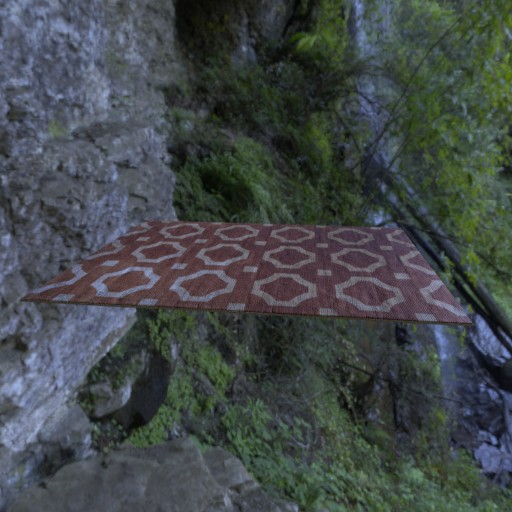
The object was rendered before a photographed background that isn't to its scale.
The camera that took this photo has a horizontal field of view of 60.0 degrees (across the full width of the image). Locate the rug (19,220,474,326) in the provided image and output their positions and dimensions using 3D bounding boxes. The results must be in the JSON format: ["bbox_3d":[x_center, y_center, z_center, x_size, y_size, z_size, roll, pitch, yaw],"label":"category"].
[{"bbox_3d":[0.000,0.000,4.095,3.049,0.021,2.466,2,18,7],"label":"rug"}]
